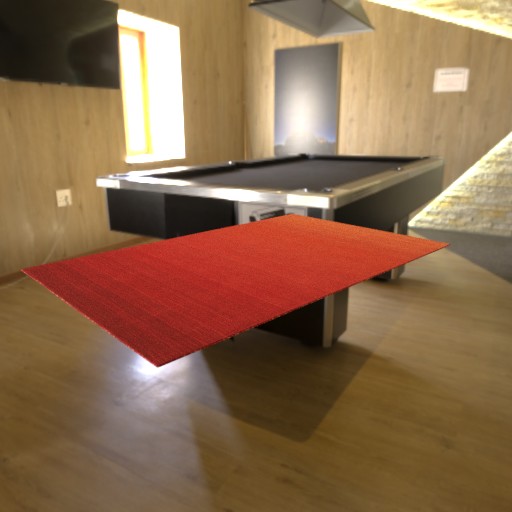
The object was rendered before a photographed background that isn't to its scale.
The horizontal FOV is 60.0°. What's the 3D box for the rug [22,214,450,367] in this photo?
[{"bbox_3d":[0.000,0.000,2.933,2.442,0.010,1.531,-15,23,-41],"label":"rug"}]
